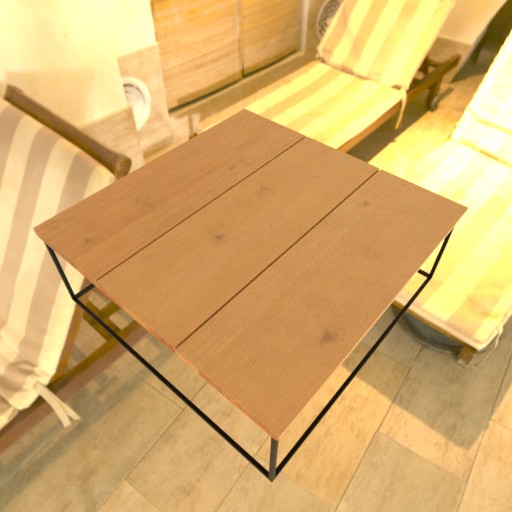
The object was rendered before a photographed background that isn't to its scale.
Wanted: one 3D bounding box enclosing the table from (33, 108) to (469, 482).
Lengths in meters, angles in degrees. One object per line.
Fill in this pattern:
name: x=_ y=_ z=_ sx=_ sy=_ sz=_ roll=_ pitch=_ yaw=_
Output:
table: x=0.000 y=0.000 z=1.724 sx=1.100 sy=0.400 sz=1.100 roll=32 pitch=55 yaw=27
